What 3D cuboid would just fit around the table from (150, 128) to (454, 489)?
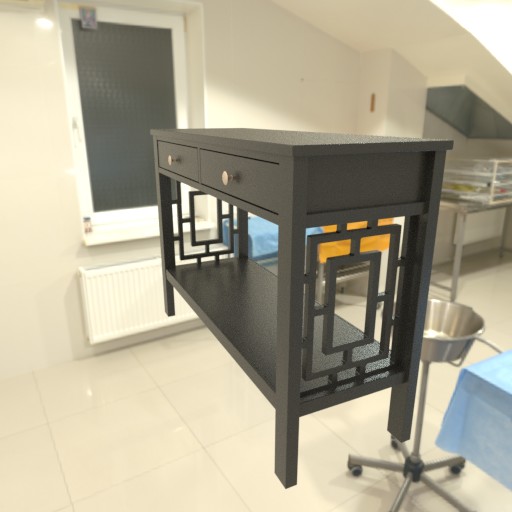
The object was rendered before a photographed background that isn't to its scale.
[{"bbox_3d":[0.000,0.000,1.408,0.397,0.753,1.068,-8,19,-24],"label":"table"}]
